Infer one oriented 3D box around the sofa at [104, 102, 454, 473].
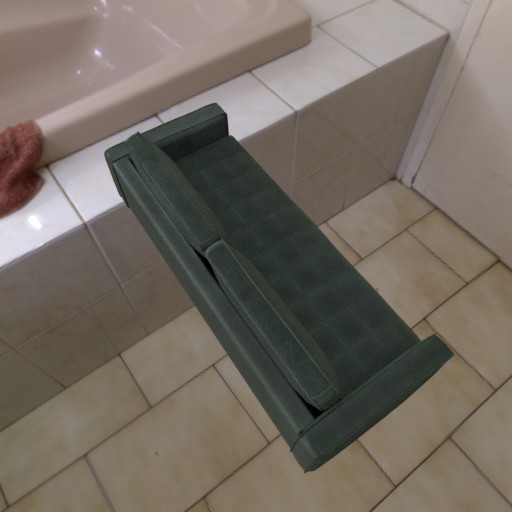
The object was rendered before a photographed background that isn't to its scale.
[{"bbox_3d":[0.000,0.000,2.626,0.886,0.781,2.214,-30,63,-17],"label":"sofa"}]
